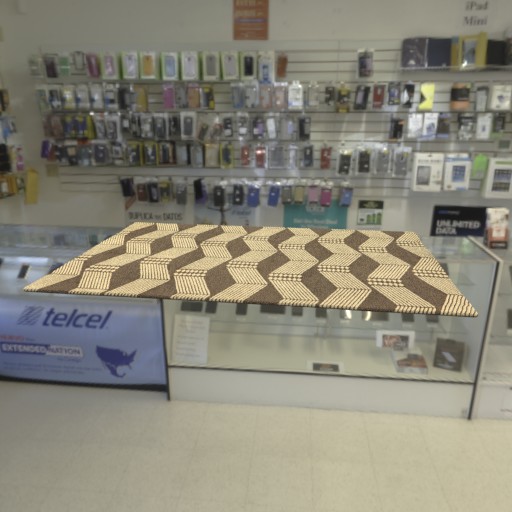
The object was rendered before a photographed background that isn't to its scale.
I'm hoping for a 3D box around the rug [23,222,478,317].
[{"bbox_3d":[0.000,0.000,2.323,1.833,0.016,1.210,2,18,8],"label":"rug"}]
